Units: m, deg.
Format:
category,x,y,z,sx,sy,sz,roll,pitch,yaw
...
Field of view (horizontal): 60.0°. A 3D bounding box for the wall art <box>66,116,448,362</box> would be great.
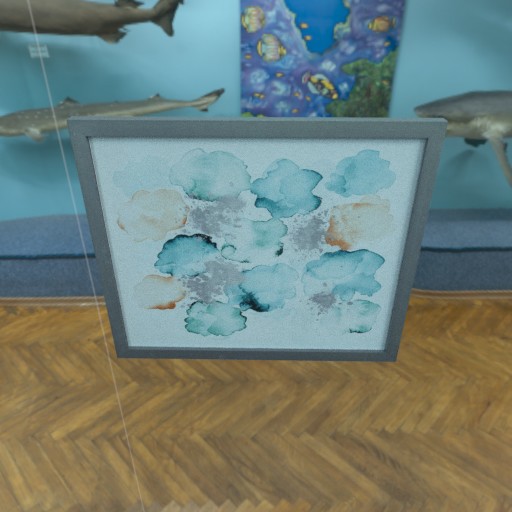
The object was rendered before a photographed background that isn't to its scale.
category,x,y,z,sx,sy,sz,roll,pitch,yaw
wall art,0.000,0.000,0.918,0.660,0.558,0.026,1,31,1
